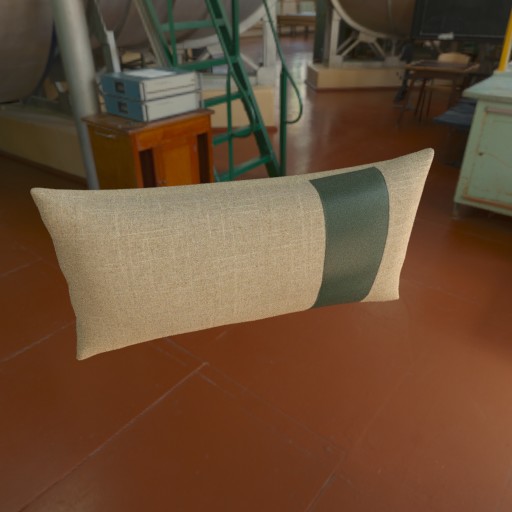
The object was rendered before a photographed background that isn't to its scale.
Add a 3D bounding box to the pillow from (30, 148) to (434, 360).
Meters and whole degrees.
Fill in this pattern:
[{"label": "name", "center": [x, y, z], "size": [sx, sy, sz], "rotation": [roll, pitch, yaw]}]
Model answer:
[{"label": "pillow", "center": [0.000, 0.000, 1.020], "size": [0.859, 0.429, 0.197], "rotation": [-9, 32, -14]}]
